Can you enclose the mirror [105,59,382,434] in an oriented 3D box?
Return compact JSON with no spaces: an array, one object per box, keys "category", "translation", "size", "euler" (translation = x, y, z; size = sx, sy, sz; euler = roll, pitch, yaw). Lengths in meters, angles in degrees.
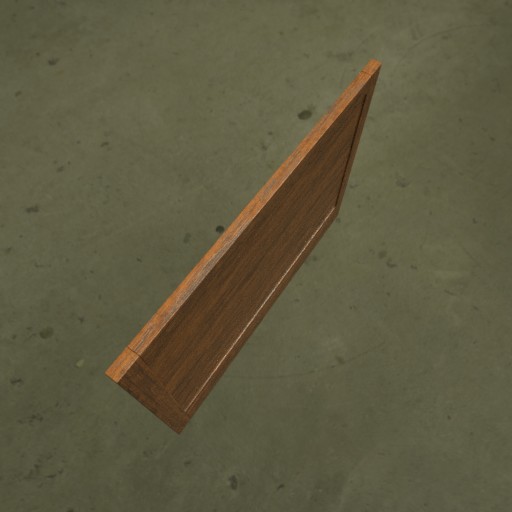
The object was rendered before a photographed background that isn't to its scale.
[{"category":"mirror","translation":[0.000,0.000,0.973],"size":[0.084,0.537,0.758],"euler":[31,66,16]}]
